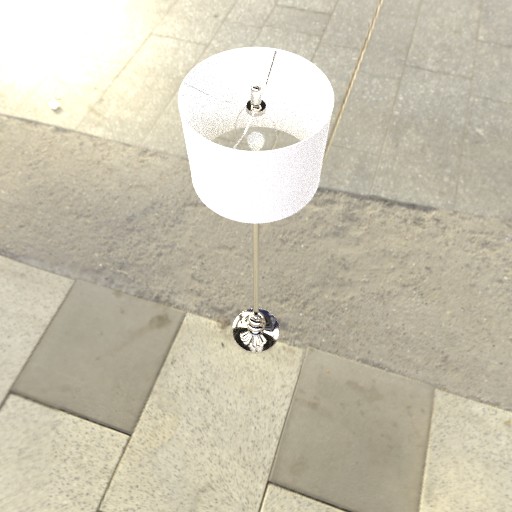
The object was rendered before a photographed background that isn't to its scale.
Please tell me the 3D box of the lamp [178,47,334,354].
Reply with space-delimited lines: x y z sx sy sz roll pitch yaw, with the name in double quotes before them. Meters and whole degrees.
"lamp" 0.000 0.000 1.631 0.356 1.487 0.356 14 60 8
